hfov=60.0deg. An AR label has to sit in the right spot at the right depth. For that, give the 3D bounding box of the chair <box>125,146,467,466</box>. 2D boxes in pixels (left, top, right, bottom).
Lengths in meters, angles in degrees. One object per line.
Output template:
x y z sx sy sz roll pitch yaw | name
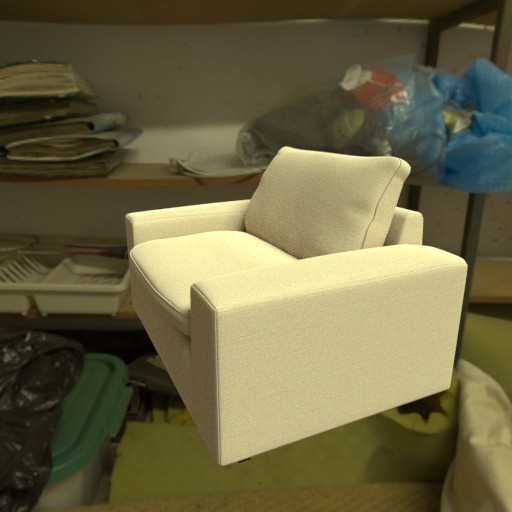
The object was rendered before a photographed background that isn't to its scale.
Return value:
0.000 0.000 2.013 1.039 0.915 1.398 -8 19 -24 | chair
